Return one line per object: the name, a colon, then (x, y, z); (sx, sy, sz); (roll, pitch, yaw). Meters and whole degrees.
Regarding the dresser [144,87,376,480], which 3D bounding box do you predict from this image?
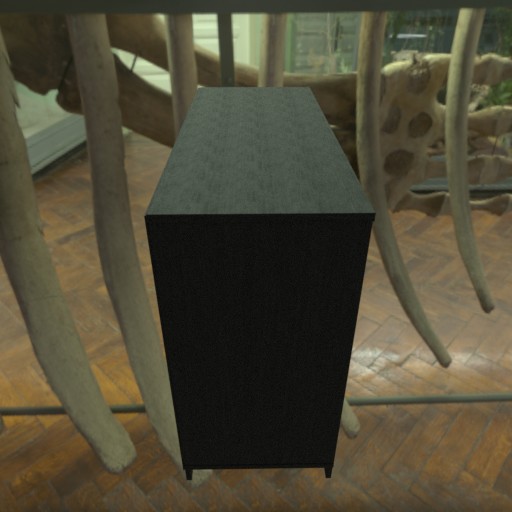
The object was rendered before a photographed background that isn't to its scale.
dresser: (0.000, 0.000, 1.409); (0.404, 0.816, 0.994); (0, 33, -1)
